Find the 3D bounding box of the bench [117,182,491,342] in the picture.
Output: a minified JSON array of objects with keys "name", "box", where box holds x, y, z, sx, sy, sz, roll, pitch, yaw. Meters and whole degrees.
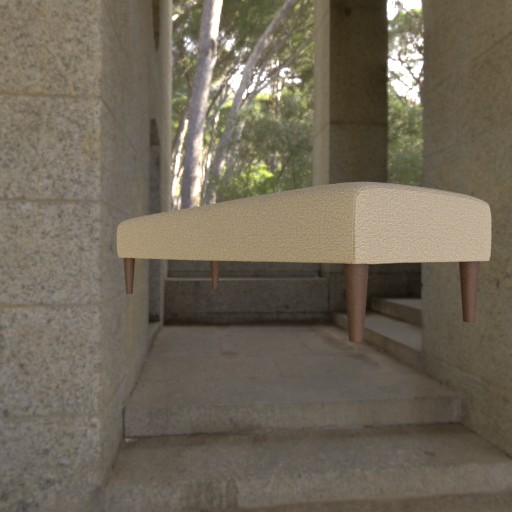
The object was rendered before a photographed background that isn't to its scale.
[{"name":"bench","box":[0.000,0.000,1.812,0.646,0.393,1.609,0,0,-36]}]
